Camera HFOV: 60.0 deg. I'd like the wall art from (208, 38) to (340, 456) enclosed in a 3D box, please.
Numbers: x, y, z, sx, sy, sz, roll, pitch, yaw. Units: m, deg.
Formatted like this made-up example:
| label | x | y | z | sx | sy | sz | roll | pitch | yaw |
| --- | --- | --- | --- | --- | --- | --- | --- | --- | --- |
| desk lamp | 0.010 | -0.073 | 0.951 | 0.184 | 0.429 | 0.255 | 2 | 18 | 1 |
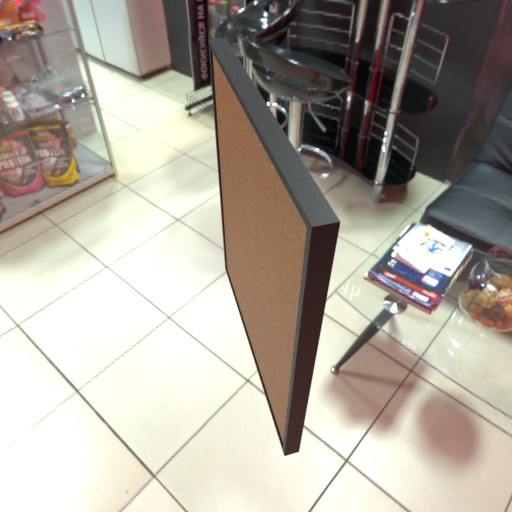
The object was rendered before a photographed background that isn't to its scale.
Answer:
| label | x | y | z | sx | sy | sz | roll | pitch | yaw |
| --- | --- | --- | --- | --- | --- | --- | --- | --- | --- |
| wall art | 0.000 | 0.000 | 0.528 | 0.019 | 0.381 | 0.330 | -11 | 47 | -11 |
